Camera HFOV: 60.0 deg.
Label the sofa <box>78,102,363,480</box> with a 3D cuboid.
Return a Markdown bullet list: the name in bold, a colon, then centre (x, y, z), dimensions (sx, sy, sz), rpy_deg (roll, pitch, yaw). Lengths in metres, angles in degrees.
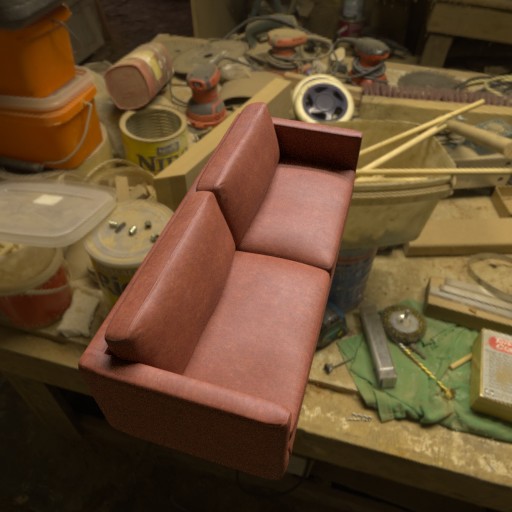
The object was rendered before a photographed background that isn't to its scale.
- **sofa**: centre (0.000, 0.000, 2.683), dimensions (0.950, 0.932, 2.204), rpy_deg (12, 48, 11)
